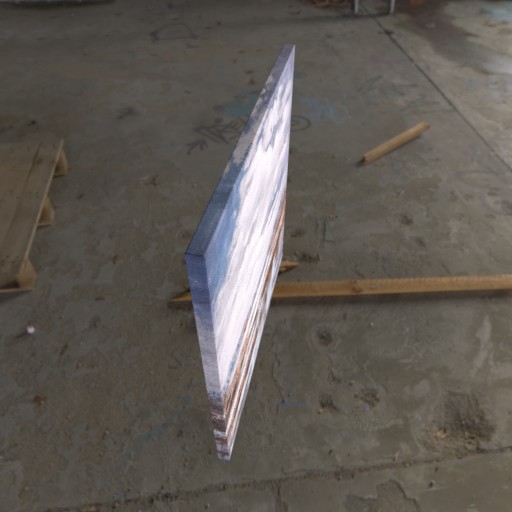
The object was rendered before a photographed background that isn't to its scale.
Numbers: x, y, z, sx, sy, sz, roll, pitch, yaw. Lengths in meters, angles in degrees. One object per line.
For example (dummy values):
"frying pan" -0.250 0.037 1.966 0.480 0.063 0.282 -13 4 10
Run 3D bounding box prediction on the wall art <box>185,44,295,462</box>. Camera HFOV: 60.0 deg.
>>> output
"wall art" 0.000 0.000 1.324 0.035 0.897 0.888 9 47 9
